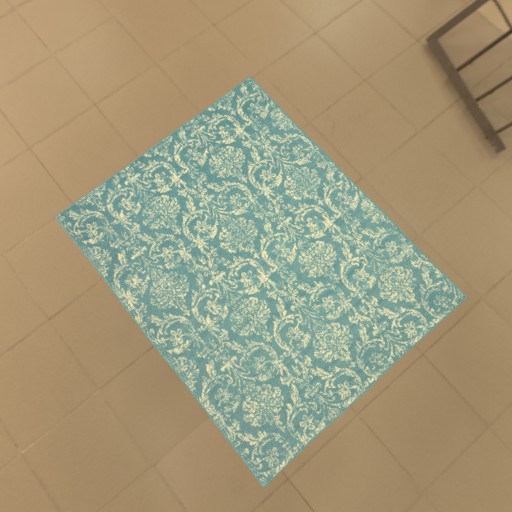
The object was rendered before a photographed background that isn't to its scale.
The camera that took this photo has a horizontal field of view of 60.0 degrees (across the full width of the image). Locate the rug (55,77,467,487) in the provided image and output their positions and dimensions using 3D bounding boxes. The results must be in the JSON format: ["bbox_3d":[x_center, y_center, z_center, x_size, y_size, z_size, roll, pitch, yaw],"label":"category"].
[{"bbox_3d":[0.000,0.000,4.006,2.363,0.012,2.980,-39,78,-10],"label":"rug"}]
